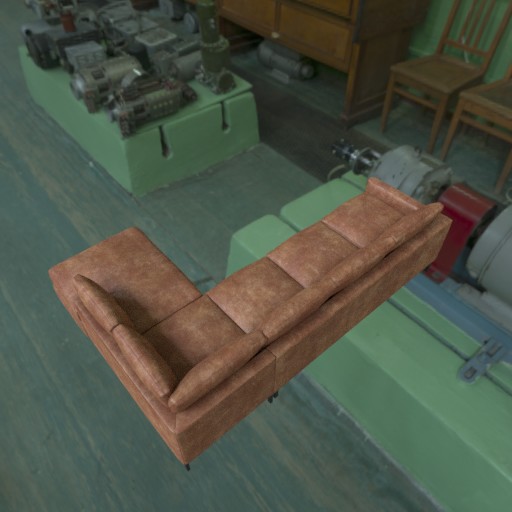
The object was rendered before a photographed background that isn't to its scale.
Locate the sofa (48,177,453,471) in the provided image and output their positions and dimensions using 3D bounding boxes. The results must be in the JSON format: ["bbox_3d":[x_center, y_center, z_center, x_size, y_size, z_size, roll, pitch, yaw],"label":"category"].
[{"bbox_3d":[0.000,0.000,3.918,2.984,0.877,1.938,-32,54,-27],"label":"sofa"}]
